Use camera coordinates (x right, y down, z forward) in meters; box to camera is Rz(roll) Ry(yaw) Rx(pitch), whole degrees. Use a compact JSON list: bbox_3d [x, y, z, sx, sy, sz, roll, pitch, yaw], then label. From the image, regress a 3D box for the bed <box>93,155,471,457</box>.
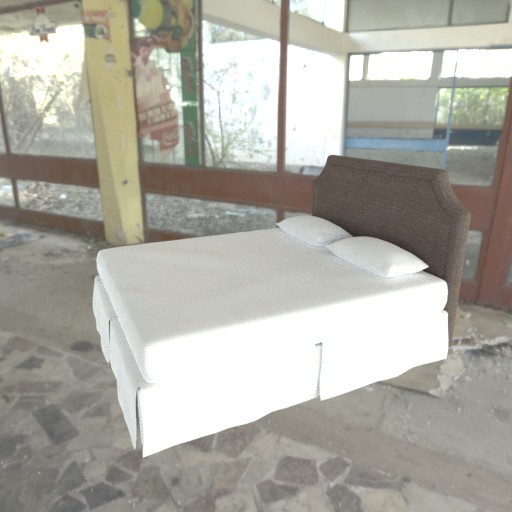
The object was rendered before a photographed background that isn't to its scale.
[{"bbox_3d":[0.000,0.000,4.043,2.773,1.590,2.350,-8,19,-24],"label":"bed"}]
